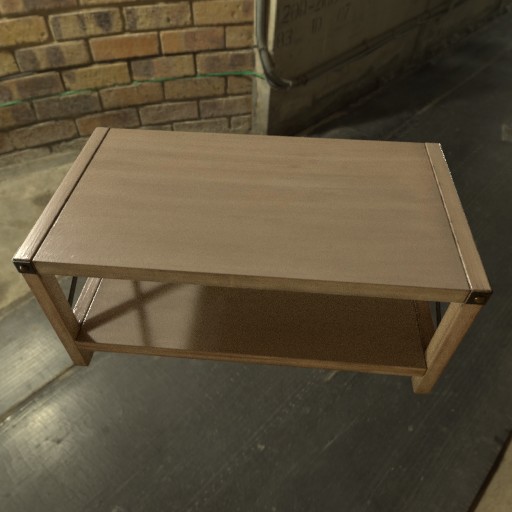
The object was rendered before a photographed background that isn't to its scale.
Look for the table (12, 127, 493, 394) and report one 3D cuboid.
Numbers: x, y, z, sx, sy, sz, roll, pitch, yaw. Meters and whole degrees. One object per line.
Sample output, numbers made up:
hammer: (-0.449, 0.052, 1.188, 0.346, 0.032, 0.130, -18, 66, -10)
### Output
table: (0.000, 0.000, 1.265, 1.016, 0.456, 0.559, 4, 47, 3)
